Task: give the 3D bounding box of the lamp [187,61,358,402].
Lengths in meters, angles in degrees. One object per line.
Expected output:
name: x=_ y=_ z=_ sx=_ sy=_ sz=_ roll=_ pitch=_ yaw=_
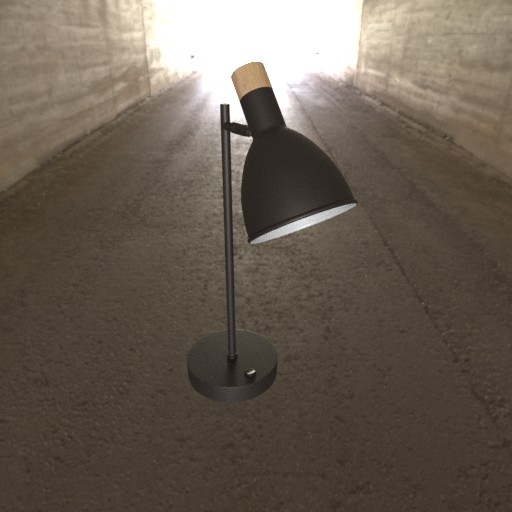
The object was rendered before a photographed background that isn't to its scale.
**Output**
lamp: x=0.000 y=0.000 z=0.599 sx=0.152 sy=0.483 sz=0.287 roll=-18 pitch=31 yaw=-32
